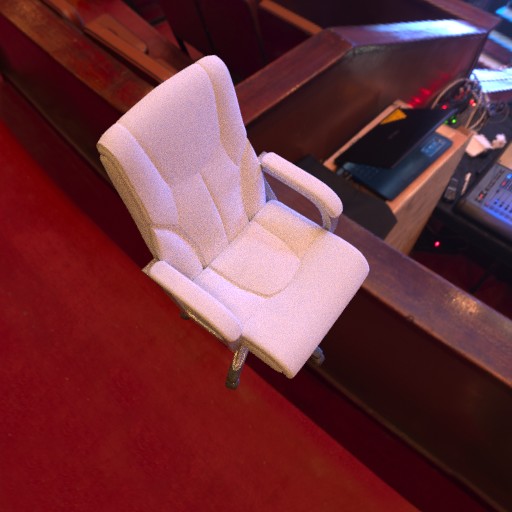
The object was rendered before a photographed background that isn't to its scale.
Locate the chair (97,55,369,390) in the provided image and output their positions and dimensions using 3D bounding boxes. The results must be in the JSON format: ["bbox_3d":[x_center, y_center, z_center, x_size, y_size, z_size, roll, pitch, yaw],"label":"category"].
[{"bbox_3d":[0.000,0.000,1.607,0.738,1.120,0.687,33,65,18],"label":"chair"}]
